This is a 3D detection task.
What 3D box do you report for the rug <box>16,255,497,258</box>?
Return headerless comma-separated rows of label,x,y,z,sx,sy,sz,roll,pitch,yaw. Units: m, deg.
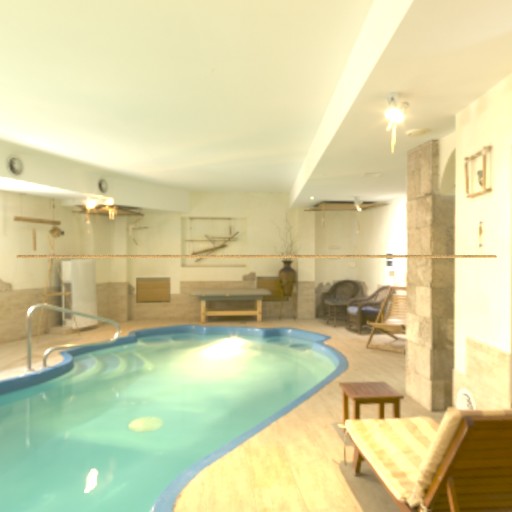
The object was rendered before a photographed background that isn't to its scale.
rug,0.000,0.000,4.007,3.038,0.019,2.420,0,0,-1
